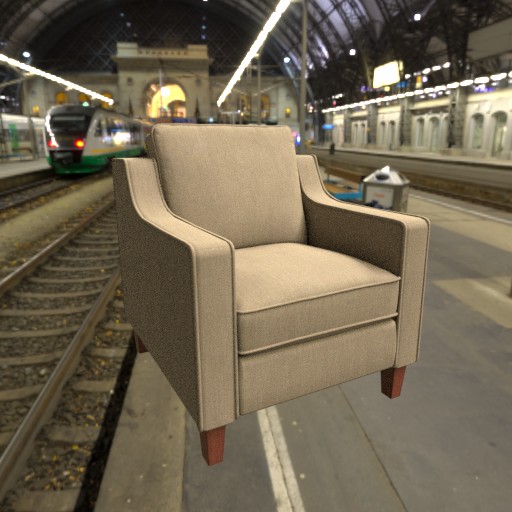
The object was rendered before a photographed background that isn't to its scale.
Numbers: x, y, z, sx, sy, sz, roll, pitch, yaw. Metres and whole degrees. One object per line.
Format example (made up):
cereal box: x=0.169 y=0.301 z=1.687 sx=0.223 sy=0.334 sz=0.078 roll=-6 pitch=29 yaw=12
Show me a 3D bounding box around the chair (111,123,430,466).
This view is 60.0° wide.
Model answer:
chair: x=0.000 y=0.000 z=1.662 sx=0.831 sy=0.960 sz=0.909 roll=-8 pitch=17 yaw=-27
